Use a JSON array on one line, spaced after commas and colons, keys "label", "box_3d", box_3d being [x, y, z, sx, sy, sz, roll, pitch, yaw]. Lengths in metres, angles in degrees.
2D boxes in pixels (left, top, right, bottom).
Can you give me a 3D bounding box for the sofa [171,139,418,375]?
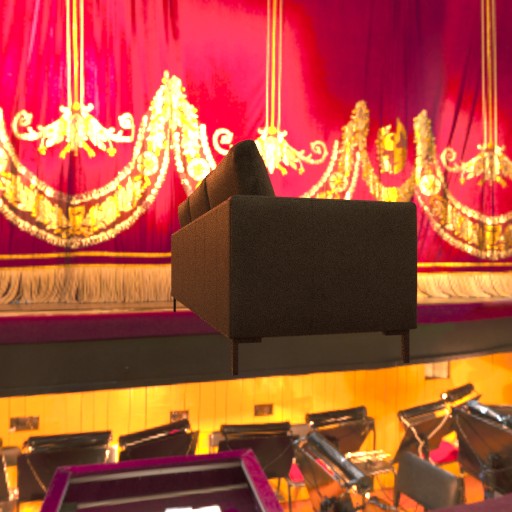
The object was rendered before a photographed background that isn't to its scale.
[{"label": "sofa", "box_3d": [0.000, 0.000, 2.466, 0.748, 0.805, 2.029, 0, -1, -16]}]
